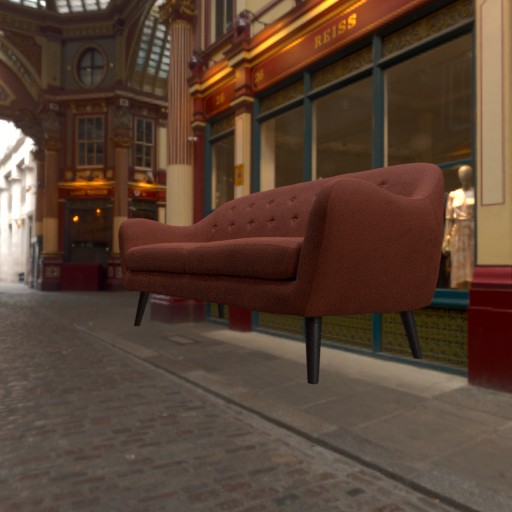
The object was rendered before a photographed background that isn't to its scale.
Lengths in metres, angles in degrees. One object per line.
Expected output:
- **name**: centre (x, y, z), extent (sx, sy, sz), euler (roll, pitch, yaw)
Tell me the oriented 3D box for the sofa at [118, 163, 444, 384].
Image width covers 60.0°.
- **sofa**: centre (0.000, 0.000, 2.253), extent (0.820, 0.836, 1.840), euler (0, 0, -37)
